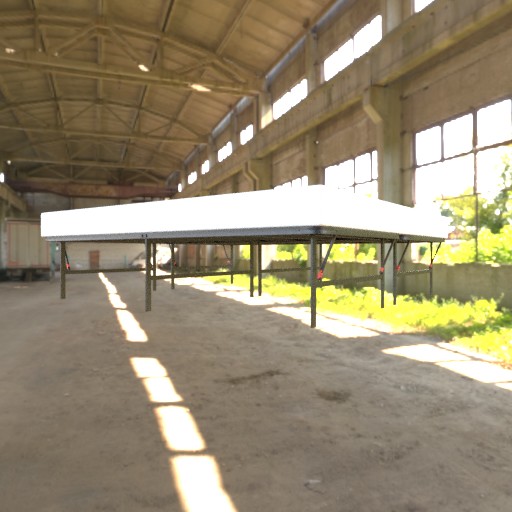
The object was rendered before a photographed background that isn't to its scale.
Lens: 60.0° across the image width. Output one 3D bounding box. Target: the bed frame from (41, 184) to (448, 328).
[{"bbox_3d":[0.000,0.000,3.038,2.032,0.559,1.930,0,1,36],"label":"bed frame"}]
